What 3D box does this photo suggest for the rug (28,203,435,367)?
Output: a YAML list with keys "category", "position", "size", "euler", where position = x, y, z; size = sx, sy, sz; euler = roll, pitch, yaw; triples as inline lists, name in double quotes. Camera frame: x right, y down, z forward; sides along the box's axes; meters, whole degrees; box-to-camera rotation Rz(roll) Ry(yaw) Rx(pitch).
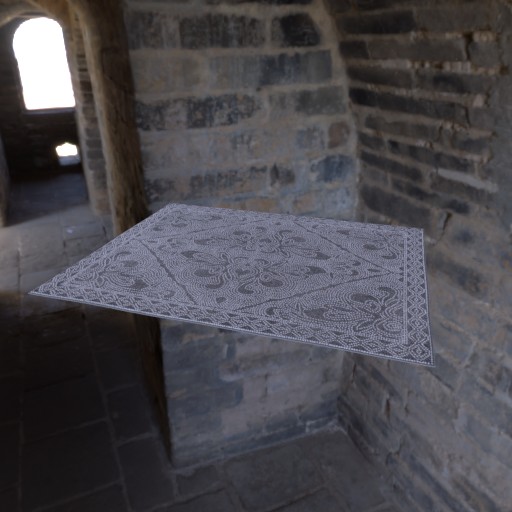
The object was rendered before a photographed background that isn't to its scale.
- category: "rug"
  position: [0.000, 0.000, 4.138]
  size: [3.048, 0.012, 2.438]
  euler: [8, 26, 16]
